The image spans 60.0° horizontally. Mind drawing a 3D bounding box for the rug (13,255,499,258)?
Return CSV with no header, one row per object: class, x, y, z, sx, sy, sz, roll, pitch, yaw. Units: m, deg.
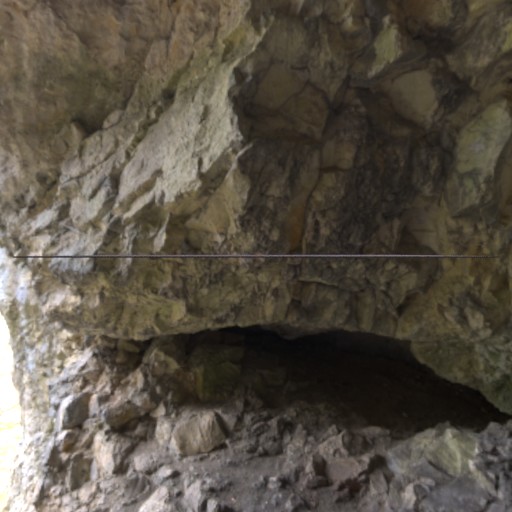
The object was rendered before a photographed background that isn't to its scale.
rug,0.000,0.000,2.969,2.427,0.007,1.515,0,0,-1
